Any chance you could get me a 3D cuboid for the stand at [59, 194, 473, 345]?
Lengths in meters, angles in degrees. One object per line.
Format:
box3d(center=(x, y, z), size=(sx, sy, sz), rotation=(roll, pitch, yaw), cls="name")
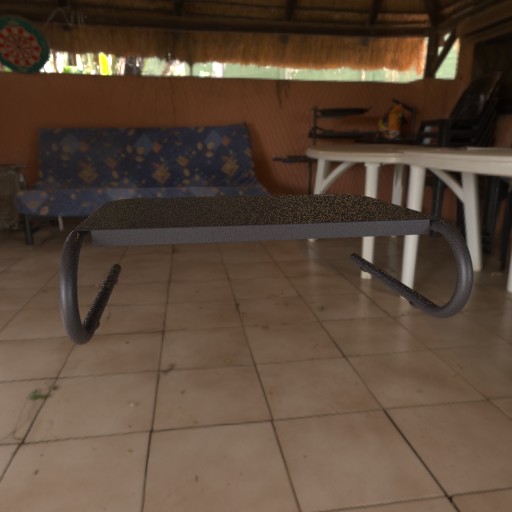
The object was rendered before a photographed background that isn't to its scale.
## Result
box3d(center=(0.000, 0.000, 0.517), size=(0.370, 0.108, 0.280), rotation=(-3, 15, -9), cls="stand")
